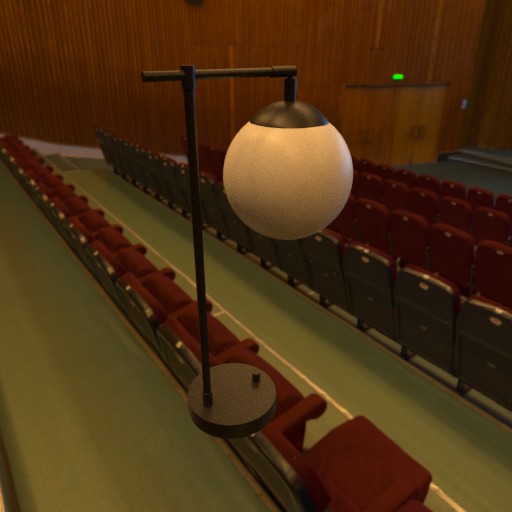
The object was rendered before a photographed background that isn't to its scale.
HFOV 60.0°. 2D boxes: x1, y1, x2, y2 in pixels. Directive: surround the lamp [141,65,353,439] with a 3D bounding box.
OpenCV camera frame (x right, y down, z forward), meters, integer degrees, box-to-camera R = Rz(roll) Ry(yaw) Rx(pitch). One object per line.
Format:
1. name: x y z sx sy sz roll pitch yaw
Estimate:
1. lamp: 0.000 0.000 0.701 0.316 0.559 0.197 -17 30 -32
